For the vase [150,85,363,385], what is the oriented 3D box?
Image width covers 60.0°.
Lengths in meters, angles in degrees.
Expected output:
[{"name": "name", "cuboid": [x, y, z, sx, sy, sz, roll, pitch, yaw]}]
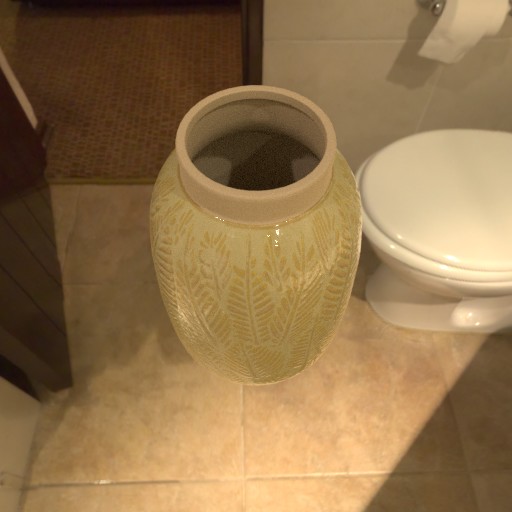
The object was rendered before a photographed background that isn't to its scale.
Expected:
[{"name": "vase", "cuboid": [0.000, 0.000, 0.379, 0.172, 0.270, 0.172, 0, 58, 0]}]
